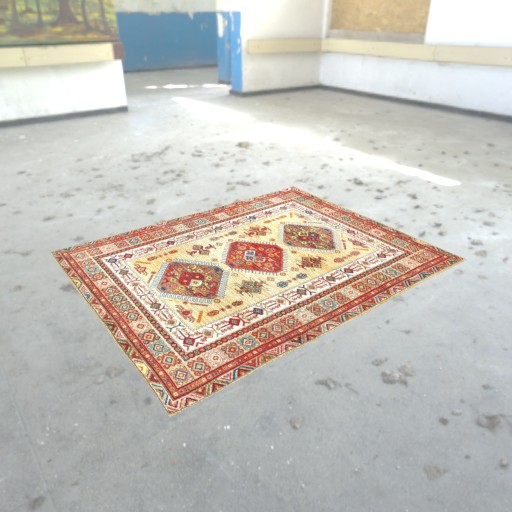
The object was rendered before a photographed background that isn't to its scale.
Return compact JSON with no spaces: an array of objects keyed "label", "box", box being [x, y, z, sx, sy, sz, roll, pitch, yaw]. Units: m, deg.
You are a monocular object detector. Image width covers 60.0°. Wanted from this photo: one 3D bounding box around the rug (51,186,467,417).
[{"label":"rug","box":[0.000,0.000,4.168,3.067,0.005,2.460,-20,34,-32]}]
